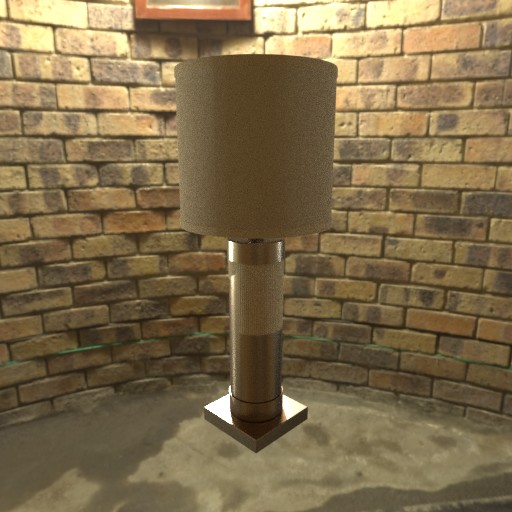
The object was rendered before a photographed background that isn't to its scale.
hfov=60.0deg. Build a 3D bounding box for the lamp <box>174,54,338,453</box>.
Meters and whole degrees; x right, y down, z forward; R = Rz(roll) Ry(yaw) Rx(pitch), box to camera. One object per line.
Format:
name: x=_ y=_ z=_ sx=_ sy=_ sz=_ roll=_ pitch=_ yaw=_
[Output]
lamp: x=0.000 y=0.000 z=0.611 sx=0.202 sy=0.509 sz=0.202 roll=13 pitch=19 yaw=43
